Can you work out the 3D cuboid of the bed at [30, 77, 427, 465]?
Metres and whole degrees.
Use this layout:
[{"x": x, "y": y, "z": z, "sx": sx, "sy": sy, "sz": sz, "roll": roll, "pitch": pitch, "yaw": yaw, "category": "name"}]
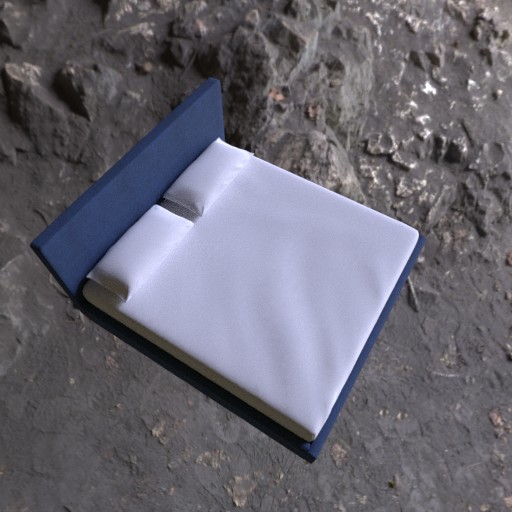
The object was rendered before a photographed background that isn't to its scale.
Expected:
[{"x": 0.000, "y": 0.000, "z": 3.556, "sx": 2.232, "sy": 1.231, "sz": 2.096, "roll": 28, "pitch": 62, "yaw": 16, "category": "bed"}]
